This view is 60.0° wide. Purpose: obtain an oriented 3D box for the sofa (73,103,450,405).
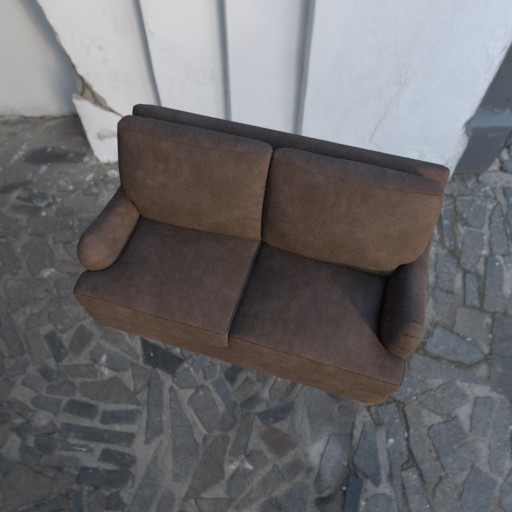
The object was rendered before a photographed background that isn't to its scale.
[{"bbox_3d":[0.000,0.000,2.537,1.853,1.101,1.084,14,59,9],"label":"sofa"}]
